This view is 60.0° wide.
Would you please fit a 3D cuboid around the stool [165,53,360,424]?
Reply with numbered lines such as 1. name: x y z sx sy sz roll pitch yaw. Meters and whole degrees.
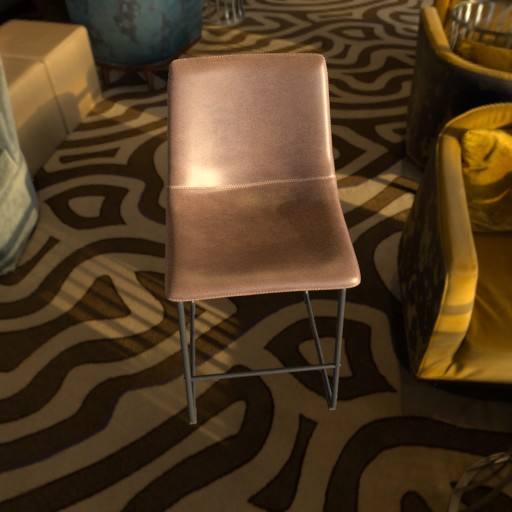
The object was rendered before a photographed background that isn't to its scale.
1. stool: 0.000 0.000 1.228 0.460 0.890 0.550 -4 47 -4
